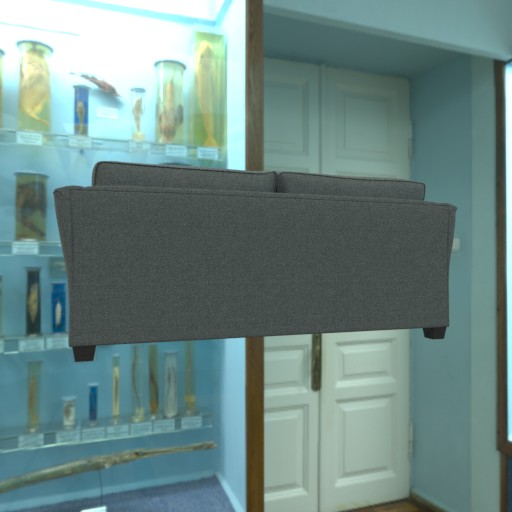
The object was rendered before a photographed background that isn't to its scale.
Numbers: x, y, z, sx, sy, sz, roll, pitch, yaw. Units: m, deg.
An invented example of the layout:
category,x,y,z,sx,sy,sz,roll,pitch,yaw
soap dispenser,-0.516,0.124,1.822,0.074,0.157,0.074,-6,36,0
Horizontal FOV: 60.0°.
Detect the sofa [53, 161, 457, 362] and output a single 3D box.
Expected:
category,x,y,z,sx,sy,sz,roll,pitch,yaw
sofa,0.000,0.000,2.766,2.203,0.976,1.013,0,-1,-17
